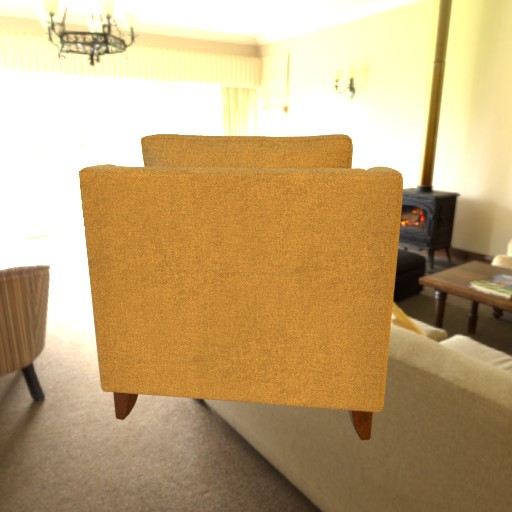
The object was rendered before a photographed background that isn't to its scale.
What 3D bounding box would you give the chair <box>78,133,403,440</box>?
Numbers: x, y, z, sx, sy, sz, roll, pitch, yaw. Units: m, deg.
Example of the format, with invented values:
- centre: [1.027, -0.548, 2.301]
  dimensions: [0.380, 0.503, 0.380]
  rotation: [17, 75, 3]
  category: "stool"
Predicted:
- centre: [0.000, 0.000, 1.618]
  dimensions: [0.838, 0.864, 0.918]
  rotation: [2, 16, 7]
  category: "chair"
